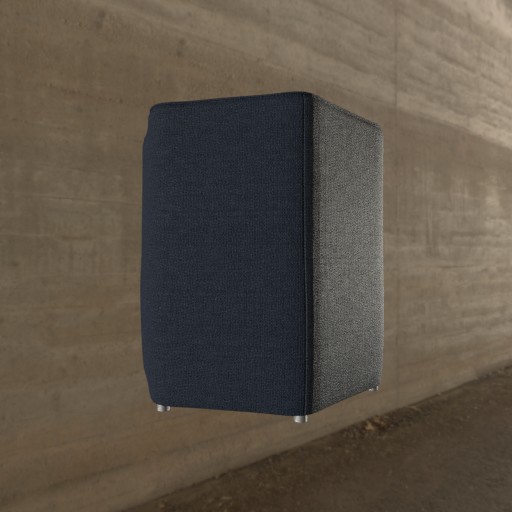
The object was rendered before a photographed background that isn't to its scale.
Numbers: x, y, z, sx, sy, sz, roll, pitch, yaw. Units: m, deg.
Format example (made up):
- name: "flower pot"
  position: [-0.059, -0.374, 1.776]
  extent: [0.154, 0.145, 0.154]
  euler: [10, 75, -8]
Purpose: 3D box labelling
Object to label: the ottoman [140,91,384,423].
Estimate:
- name: "ottoman"
  position: [0.000, 0.000, 0.889]
  extent: [0.492, 0.505, 0.454]
  euler: [0, -1, 17]
